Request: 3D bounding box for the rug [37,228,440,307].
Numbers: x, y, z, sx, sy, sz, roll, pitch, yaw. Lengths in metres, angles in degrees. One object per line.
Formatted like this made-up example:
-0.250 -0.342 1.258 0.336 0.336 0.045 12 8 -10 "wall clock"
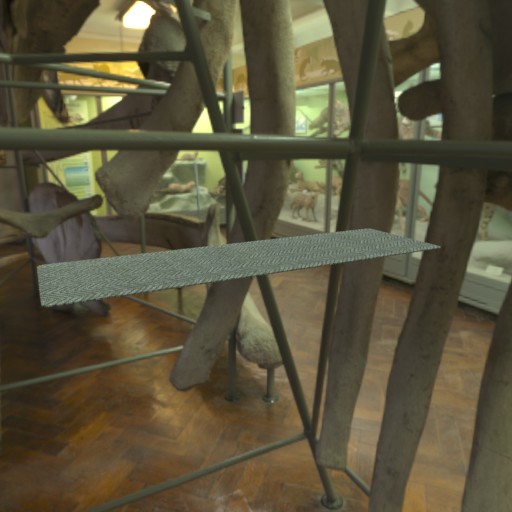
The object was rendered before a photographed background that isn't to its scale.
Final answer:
0.000 0.000 2.581 2.286 0.008 0.686 -7 16 -26 "rug"
